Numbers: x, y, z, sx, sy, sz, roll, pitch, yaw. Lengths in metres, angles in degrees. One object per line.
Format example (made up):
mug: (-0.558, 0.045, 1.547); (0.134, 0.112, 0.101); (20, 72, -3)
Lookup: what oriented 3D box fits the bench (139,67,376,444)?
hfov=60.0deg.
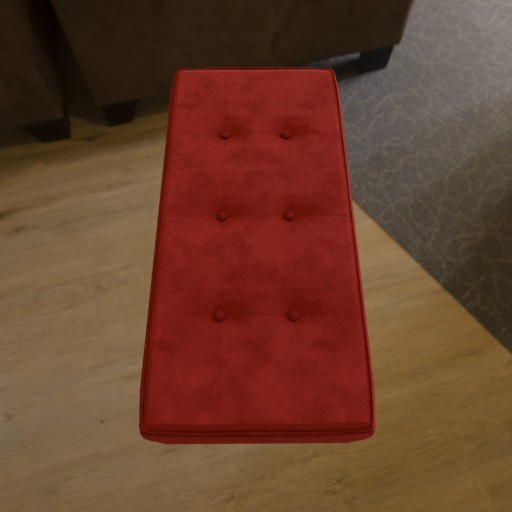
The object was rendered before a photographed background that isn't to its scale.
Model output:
bench: (0.000, 0.000, 1.281); (0.492, 0.471, 1.016); (0, 64, 0)
